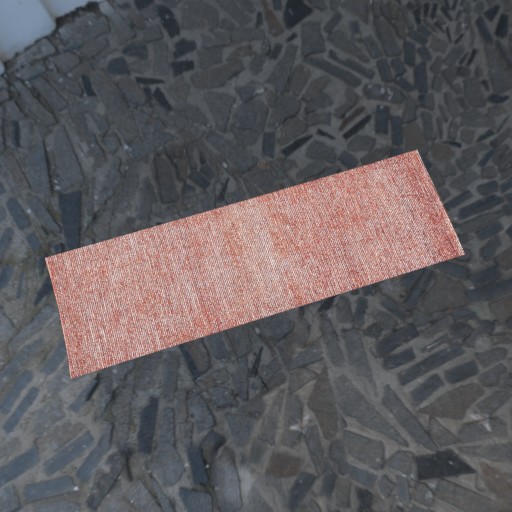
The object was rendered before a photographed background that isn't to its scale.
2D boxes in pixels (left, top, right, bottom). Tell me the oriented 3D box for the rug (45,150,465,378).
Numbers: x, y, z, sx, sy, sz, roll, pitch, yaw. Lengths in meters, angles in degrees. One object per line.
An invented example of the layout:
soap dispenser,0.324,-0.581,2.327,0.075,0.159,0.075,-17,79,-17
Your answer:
rug,0.000,0.000,2.588,2.353,0.013,0.718,-17,75,-5
